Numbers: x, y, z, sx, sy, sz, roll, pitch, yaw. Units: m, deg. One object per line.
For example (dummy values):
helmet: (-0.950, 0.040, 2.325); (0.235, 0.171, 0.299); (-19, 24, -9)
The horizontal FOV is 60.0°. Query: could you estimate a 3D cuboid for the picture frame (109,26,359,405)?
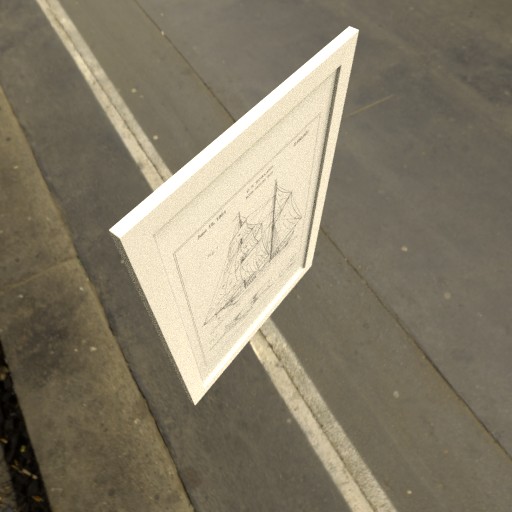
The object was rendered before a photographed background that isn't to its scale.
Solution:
picture frame: (0.000, 0.000, 0.575); (0.011, 0.459, 0.326); (33, 63, 19)
